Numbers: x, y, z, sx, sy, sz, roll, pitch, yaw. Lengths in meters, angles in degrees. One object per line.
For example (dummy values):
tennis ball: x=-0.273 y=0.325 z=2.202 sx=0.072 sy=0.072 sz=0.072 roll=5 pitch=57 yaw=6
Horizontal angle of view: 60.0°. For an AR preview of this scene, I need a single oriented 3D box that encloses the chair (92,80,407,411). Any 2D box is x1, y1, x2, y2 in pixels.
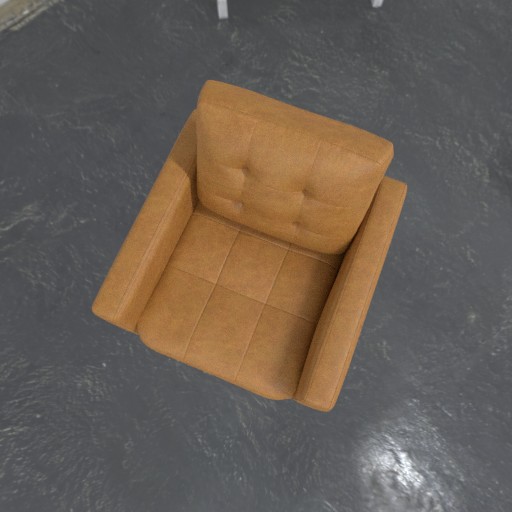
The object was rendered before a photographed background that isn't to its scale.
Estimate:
chair: x=0.000 y=0.000 z=1.573 sx=0.831 sy=0.896 sz=0.868 roll=21 pitch=74 yaw=6
